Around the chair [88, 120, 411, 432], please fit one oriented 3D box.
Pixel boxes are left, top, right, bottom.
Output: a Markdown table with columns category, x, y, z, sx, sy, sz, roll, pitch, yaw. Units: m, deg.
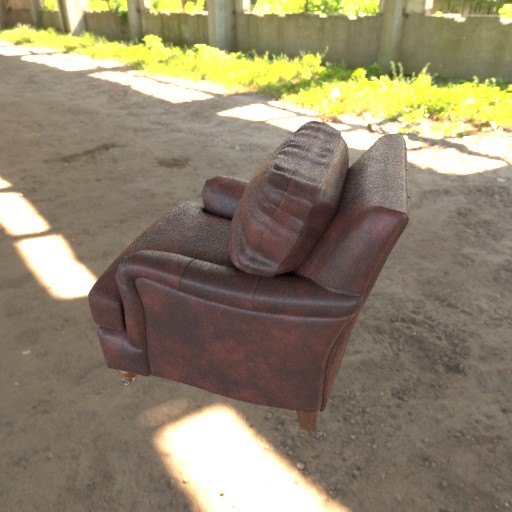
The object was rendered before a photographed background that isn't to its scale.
| category | x | y | z | sx | sy | sz | roll | pitch | yaw |
| --- | --- | --- | --- | --- | --- | --- | --- | --- | --- |
| chair | 0.000 | 0.000 | 1.972 | 1.156 | 1.051 | 0.987 | 8 | 31 | 14 |
